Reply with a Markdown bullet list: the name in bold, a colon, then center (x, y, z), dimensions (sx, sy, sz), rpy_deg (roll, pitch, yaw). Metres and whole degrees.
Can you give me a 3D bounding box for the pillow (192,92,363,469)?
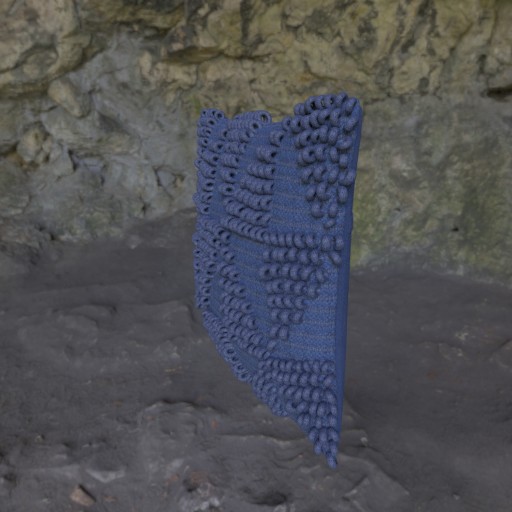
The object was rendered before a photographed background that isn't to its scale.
- **pillow**: center (0.000, 0.000, 0.709), dimensions (0.172, 0.466, 0.469), rpy_deg (-8, 18, -25)
